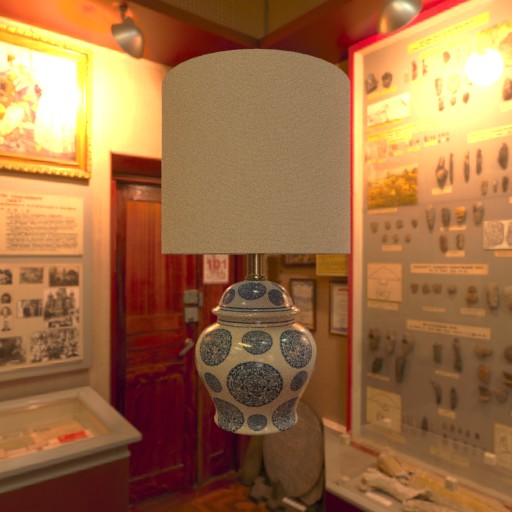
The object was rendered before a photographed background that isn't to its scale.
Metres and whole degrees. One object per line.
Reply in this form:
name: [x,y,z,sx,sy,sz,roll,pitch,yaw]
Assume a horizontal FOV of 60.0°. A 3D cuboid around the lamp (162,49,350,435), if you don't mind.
lamp: [0.000,0.000,0.515,0.215,0.381,0.215,0,0,-37]
